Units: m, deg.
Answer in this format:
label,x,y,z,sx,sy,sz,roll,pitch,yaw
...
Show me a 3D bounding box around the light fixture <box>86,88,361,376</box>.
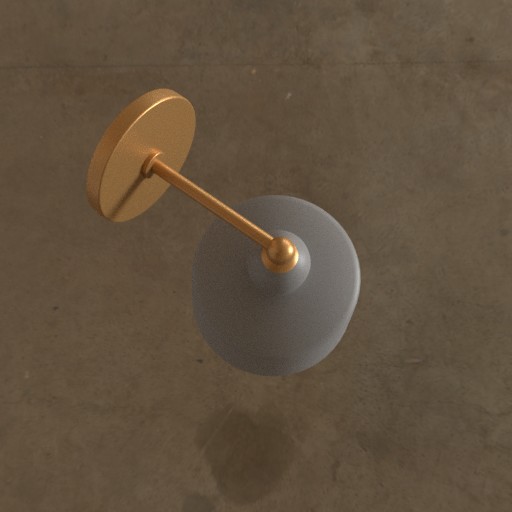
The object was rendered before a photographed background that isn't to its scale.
label,x,y,z,sx,sy,sz,roll,pitch,yaw
light fixture,0.000,0.000,0.442,0.254,0.268,0.204,35,78,9
